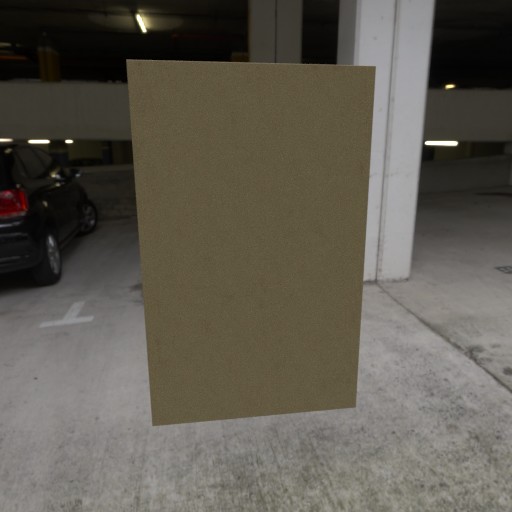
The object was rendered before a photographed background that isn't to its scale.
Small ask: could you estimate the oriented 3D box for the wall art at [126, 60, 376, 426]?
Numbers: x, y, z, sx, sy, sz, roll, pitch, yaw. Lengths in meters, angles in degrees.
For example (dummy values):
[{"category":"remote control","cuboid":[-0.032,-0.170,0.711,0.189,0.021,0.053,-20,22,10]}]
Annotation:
[{"category":"wall art","cuboid":[0.000,0.000,1.007,0.510,0.810,0.039,-2,15,-8]}]
